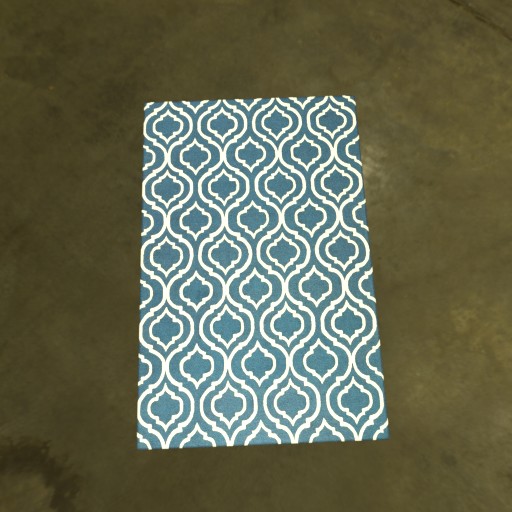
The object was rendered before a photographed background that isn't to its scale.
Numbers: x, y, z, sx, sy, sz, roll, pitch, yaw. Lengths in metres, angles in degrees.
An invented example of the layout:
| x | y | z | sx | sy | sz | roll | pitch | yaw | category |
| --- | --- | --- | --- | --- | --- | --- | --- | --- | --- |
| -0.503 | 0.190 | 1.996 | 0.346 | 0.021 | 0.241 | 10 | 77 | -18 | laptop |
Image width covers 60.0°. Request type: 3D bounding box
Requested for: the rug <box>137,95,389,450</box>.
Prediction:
| x | y | z | sx | sy | sz | roll | pitch | yaw | category |
| --- | --- | --- | --- | --- | --- | --- | --- | --- | --- |
| 0.000 | 0.000 | 2.204 | 1.143 | 0.010 | 1.753 | -2 | 77 | -1 | rug |
